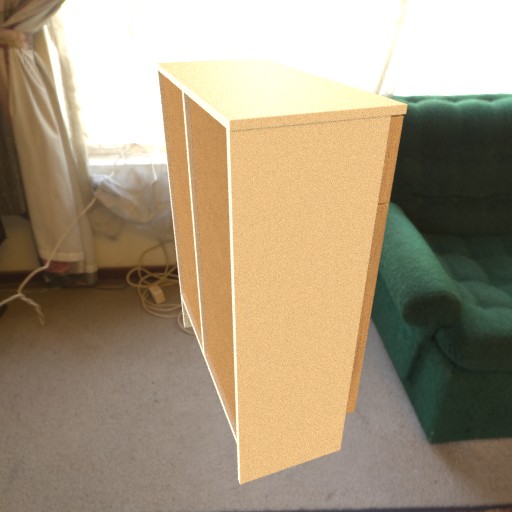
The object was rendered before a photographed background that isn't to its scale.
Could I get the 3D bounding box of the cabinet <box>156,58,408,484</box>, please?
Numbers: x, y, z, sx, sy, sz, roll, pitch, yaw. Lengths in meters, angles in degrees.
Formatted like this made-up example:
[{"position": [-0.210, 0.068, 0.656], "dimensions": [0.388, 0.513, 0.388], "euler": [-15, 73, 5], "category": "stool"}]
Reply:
[{"position": [0.000, 0.000, 1.084], "dimensions": [0.296, 0.815, 0.600], "euler": [-11, 32, -17], "category": "cabinet"}]
